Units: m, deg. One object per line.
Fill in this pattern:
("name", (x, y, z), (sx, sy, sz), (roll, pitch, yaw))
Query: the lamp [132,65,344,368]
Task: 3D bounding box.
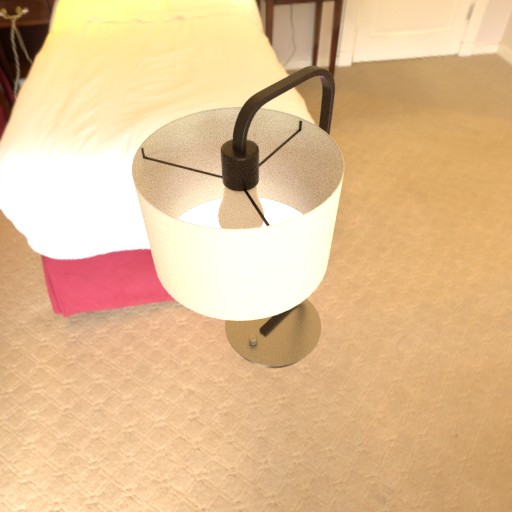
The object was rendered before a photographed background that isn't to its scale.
("lamp", (0.000, 0.000, 0.629), (0.230, 0.473, 0.288), (32, 54, 27))
